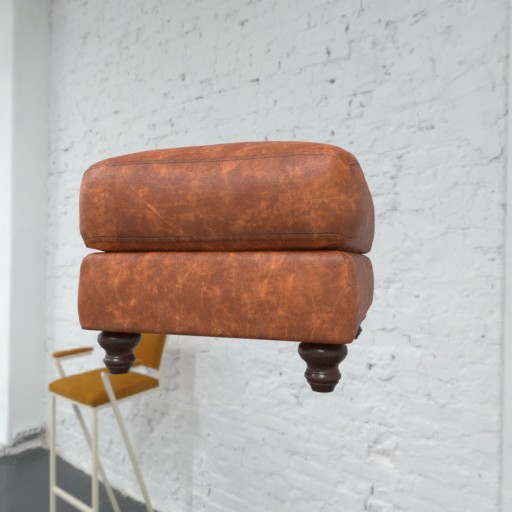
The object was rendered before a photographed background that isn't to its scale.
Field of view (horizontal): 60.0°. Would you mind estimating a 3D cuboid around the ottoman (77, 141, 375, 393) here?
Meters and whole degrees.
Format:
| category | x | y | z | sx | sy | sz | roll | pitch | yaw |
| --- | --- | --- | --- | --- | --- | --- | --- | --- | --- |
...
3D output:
| category | x | y | z | sx | sy | sz | roll | pitch | yaw |
| --- | --- | --- | --- | --- | --- | --- | --- | --- | --- |
| ottoman | 0.000 | 0.000 | 1.294 | 0.657 | 0.562 | 0.832 | 0 | -1 | 17 |
